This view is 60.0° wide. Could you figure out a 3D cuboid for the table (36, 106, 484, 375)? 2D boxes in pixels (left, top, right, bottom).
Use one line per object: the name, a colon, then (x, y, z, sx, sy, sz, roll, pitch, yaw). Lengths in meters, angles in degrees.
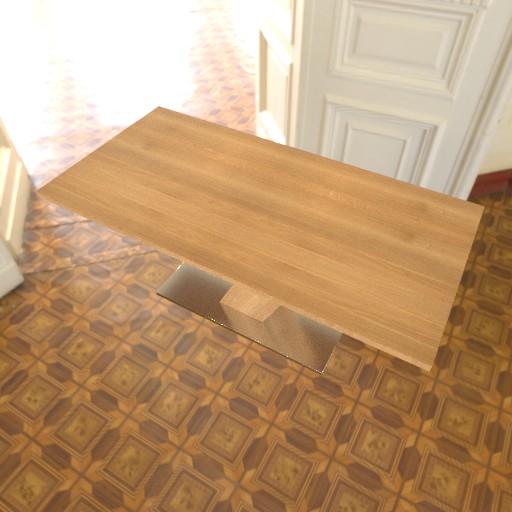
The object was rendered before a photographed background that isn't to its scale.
table: (0.000, 0.000, 2.258, 1.800, 0.750, 0.900, 22, 51, 20)
